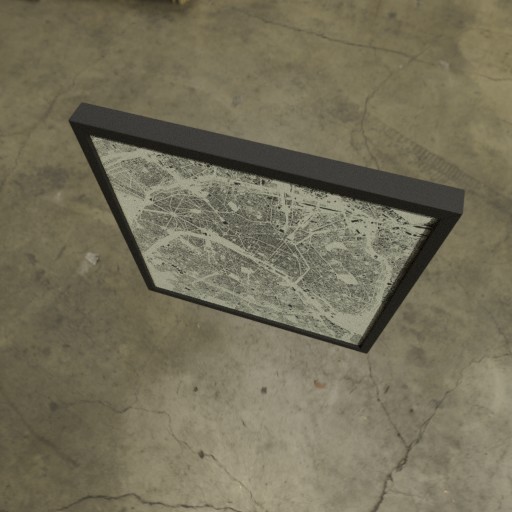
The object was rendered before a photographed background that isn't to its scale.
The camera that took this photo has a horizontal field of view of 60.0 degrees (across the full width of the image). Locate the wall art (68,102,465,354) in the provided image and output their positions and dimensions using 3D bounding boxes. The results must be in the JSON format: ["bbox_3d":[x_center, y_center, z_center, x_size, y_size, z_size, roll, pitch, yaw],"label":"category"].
[{"bbox_3d":[0.000,0.000,0.772,0.508,0.508,0.037,15,61,9],"label":"wall art"}]
